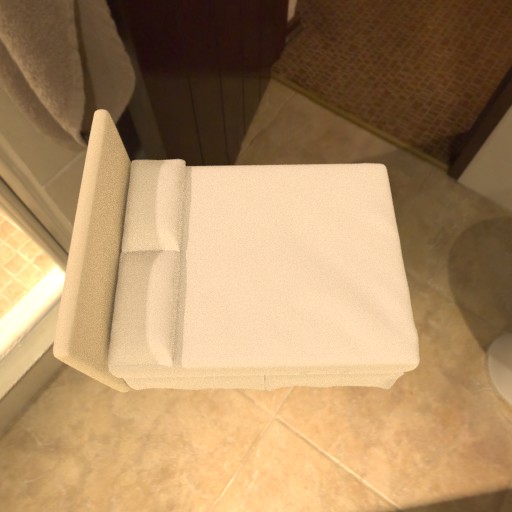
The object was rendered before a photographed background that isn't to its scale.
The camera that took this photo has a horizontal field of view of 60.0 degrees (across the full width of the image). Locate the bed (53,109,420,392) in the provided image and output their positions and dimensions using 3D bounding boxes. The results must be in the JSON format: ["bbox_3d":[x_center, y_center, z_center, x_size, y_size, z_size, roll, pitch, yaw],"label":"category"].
[{"bbox_3d":[0.000,0.000,3.195,2.147,1.330,1.714,-1,65,0],"label":"bed"}]
